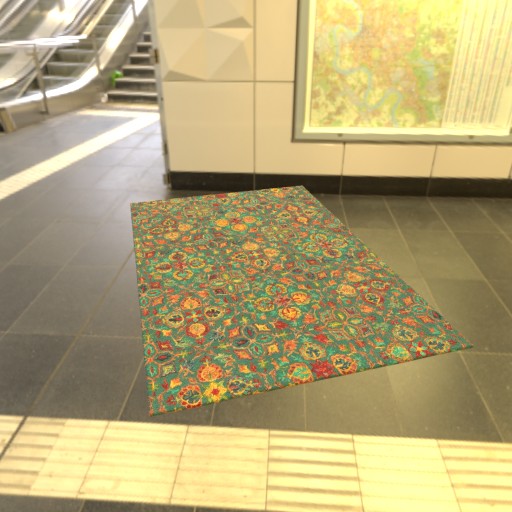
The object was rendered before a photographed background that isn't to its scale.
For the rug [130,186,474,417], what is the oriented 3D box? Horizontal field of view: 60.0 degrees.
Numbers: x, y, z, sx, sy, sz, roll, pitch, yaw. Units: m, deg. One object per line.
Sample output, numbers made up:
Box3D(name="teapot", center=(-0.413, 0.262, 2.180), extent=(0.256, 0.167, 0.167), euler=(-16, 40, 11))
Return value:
Box3D(name="rug", center=(0.000, 0.000, 2.901), extent=(1.527, 0.016, 2.290), euler=(-8, 30, -14))
